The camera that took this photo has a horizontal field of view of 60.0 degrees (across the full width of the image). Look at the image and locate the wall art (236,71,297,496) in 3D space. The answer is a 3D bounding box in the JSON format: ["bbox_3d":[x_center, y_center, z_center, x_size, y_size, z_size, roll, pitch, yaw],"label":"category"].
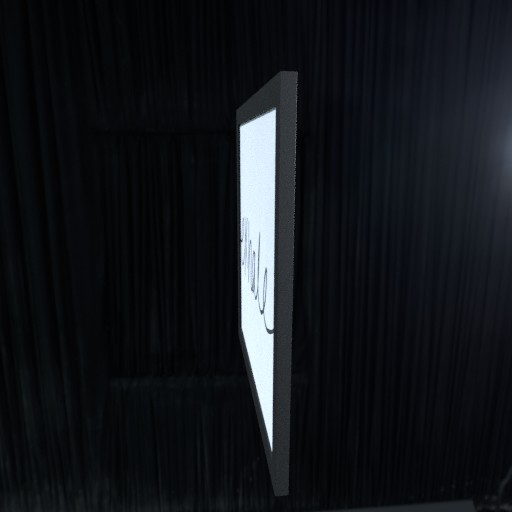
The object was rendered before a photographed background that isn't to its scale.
[{"bbox_3d":[0.000,0.000,0.528,0.012,0.357,0.358,-2,14,-7],"label":"wall art"}]
